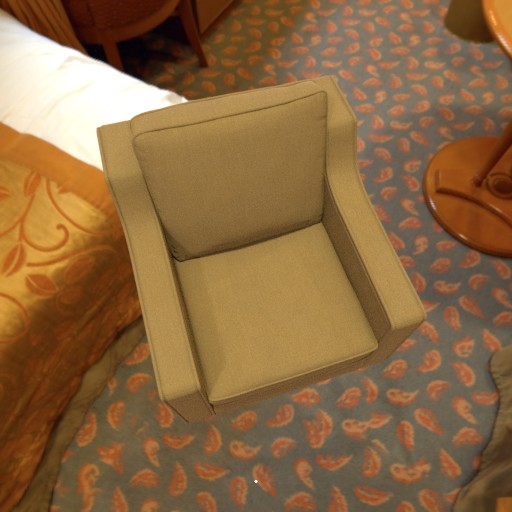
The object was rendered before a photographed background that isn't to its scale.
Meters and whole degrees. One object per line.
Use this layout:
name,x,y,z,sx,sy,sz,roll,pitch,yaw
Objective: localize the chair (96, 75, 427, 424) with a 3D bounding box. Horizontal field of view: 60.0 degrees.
chair,0.000,0.000,1.623,0.831,0.960,0.909,-15,64,-8
